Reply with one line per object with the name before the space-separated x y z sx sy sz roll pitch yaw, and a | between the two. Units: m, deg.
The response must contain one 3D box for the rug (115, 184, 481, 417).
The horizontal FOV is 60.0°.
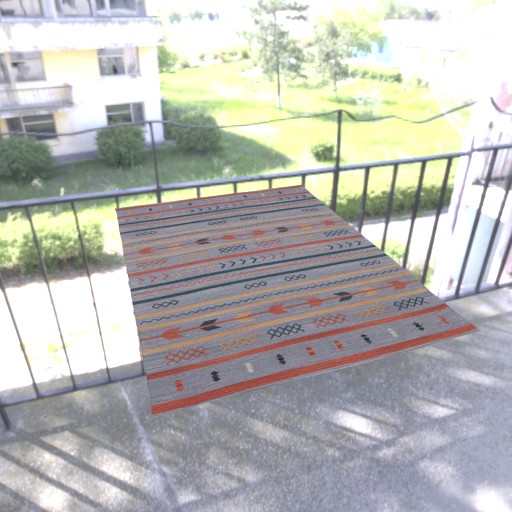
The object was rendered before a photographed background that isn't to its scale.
rug | 0.000 0.000 3.995 2.263 0.022 3.029 -10 31 -17
